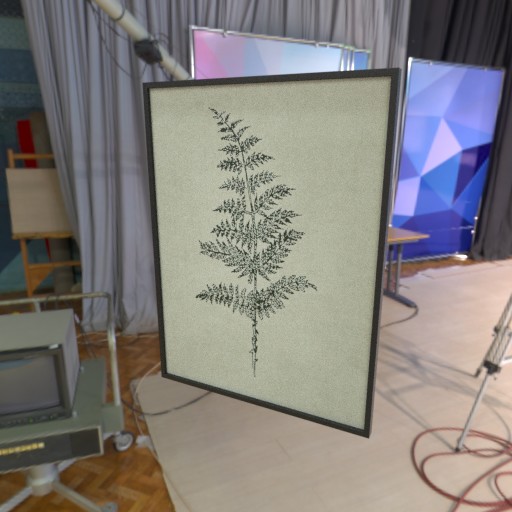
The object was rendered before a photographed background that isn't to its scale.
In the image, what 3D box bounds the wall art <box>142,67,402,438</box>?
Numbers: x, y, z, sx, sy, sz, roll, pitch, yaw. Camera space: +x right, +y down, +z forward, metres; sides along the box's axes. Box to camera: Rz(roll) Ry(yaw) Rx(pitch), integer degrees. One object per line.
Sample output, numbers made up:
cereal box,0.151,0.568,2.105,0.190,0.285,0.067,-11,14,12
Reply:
wall art,0.000,0.000,1.418,0.802,1.070,0.036,8,18,25
